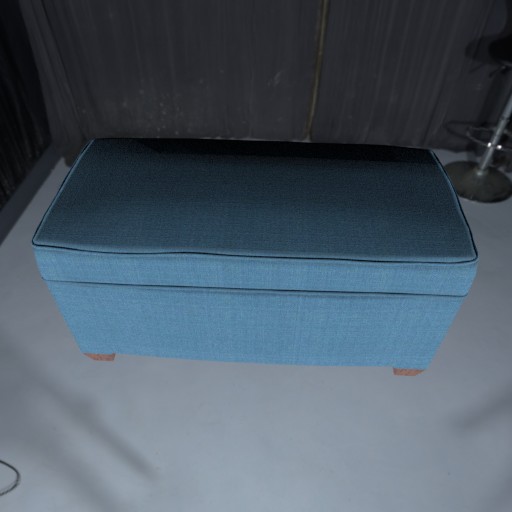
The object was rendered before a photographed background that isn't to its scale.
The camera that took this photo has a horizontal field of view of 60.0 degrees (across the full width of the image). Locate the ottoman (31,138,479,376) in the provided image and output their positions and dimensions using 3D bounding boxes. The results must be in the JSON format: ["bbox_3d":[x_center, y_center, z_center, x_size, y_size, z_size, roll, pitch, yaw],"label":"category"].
[{"bbox_3d":[0.000,0.000,1.195,0.943,0.474,0.474,2,45,2],"label":"ottoman"}]
